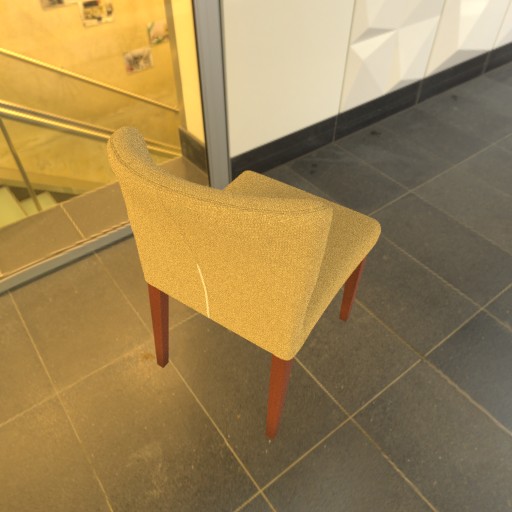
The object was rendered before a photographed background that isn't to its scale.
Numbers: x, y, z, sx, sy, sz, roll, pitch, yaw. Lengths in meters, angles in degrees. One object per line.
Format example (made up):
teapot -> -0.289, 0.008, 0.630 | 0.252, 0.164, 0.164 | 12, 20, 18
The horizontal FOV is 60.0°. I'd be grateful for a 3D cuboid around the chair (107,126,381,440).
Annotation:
chair -> 0.000, 0.000, 1.186 | 0.491, 0.839, 0.589 | 26, 51, 22
